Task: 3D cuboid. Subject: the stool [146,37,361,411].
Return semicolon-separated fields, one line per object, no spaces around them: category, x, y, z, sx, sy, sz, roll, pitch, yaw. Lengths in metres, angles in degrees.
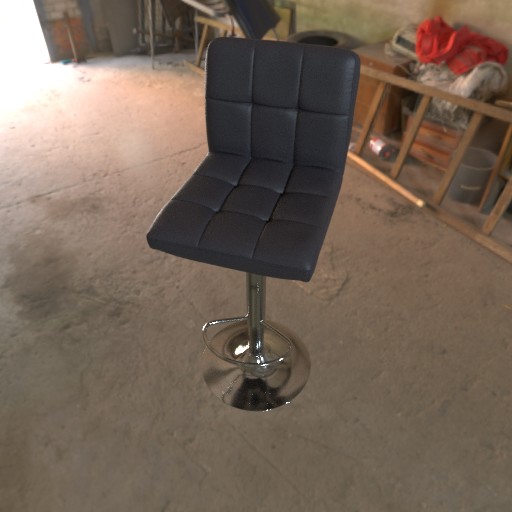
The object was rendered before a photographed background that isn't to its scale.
stool;0.000;0.000;1.365;0.430;1.115;0.505;12;43;13
